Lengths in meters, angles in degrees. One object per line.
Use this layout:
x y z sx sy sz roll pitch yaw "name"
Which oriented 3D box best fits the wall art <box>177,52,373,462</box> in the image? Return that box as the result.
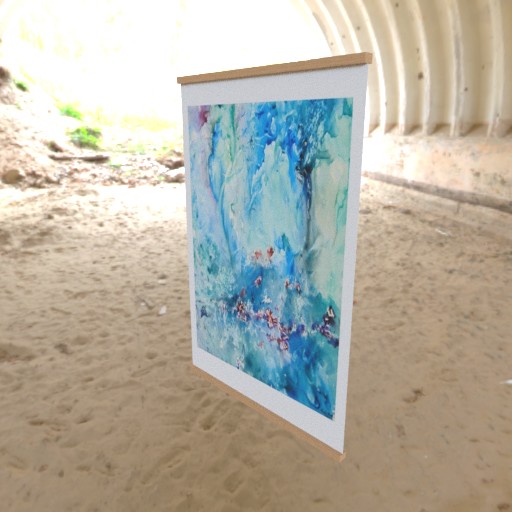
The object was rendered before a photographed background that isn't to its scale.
0.000 0.000 1.915 0.040 1.510 0.991 -15 22 -43 "wall art"
